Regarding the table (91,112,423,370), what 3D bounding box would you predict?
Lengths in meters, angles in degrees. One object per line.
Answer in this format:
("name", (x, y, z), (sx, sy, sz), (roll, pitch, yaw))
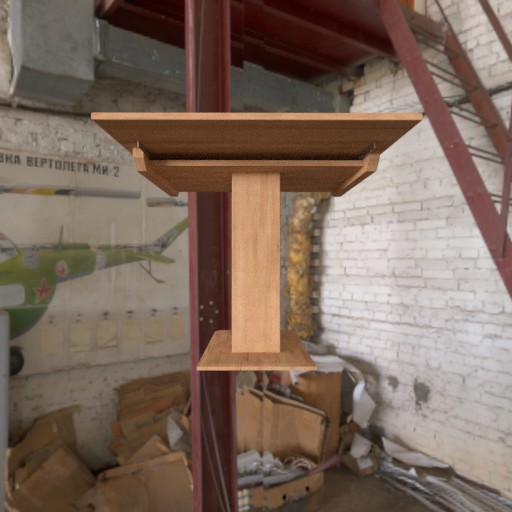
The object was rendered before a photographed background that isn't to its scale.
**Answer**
("table", (0.000, 0.000, 1.849), (0.900, 0.770, 1.300), (0, 0, 0))
